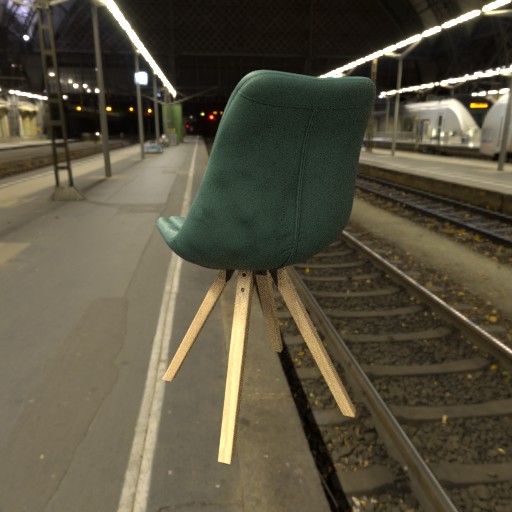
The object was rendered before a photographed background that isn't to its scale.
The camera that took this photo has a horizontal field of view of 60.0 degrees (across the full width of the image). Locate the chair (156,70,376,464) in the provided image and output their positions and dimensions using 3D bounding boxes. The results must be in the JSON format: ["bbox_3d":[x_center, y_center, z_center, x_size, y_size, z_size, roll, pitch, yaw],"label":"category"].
[{"bbox_3d":[0.000,0.000,1.194,0.483,0.865,0.547,-8,18,-27],"label":"chair"}]
